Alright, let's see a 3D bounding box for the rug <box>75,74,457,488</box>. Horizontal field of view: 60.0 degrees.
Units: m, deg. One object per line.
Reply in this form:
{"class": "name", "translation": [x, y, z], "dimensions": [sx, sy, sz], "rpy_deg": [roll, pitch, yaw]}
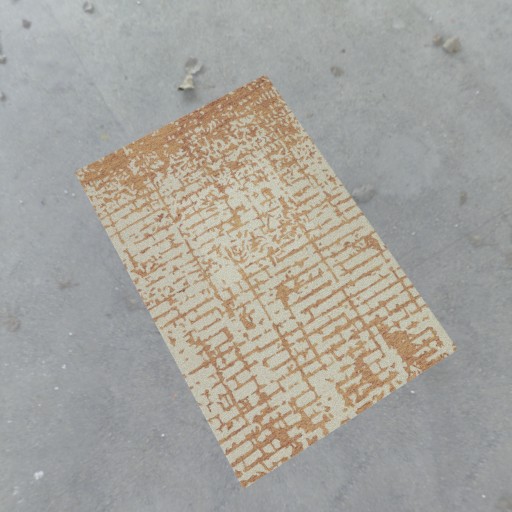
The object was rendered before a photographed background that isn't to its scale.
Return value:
{"class": "rug", "translation": [0.000, 0.000, 2.300], "dimensions": [1.219, 0.011, 1.829], "rpy_deg": [-30, 77, -8]}
